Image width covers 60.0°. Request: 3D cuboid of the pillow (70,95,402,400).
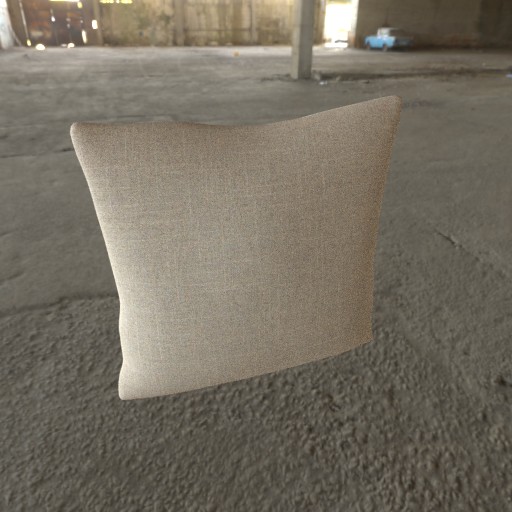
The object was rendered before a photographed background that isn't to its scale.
[{"bbox_3d":[0.000,0.000,0.845,0.578,0.558,0.192,-9,29,-16],"label":"pillow"}]
